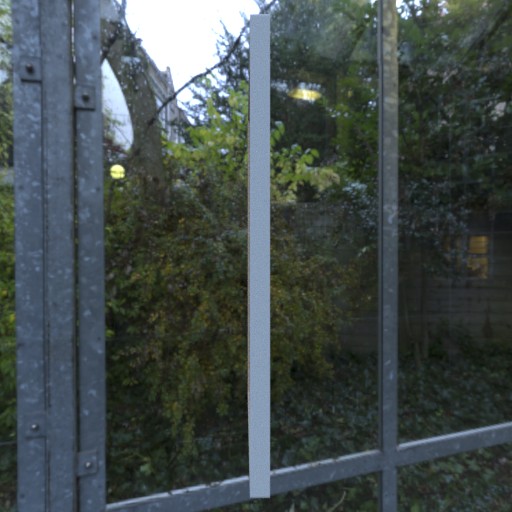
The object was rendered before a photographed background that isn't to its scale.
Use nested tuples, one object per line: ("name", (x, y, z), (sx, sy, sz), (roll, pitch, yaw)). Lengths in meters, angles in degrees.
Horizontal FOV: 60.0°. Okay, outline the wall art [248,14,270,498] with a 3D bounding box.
("wall art", (0.000, 0.000, 1.143), (0.038, 0.914, 0.610), (0, 0, -1))
